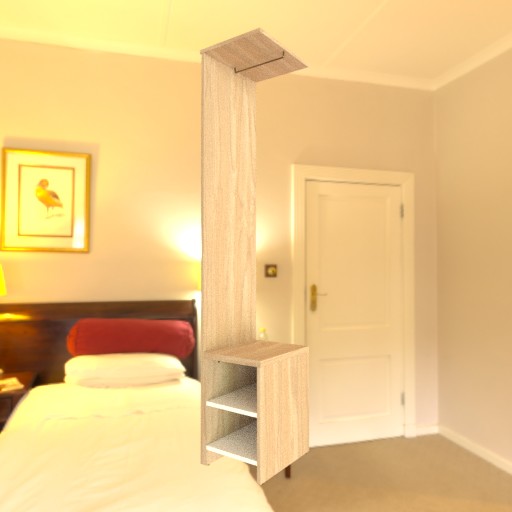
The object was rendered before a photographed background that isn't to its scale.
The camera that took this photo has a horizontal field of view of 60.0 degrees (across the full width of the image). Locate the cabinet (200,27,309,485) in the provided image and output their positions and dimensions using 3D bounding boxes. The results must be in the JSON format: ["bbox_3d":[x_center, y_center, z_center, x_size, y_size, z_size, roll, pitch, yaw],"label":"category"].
[{"bbox_3d":[0.000,0.000,2.077,0.338,1.879,0.411,-1,-1,36],"label":"cabinet"}]
